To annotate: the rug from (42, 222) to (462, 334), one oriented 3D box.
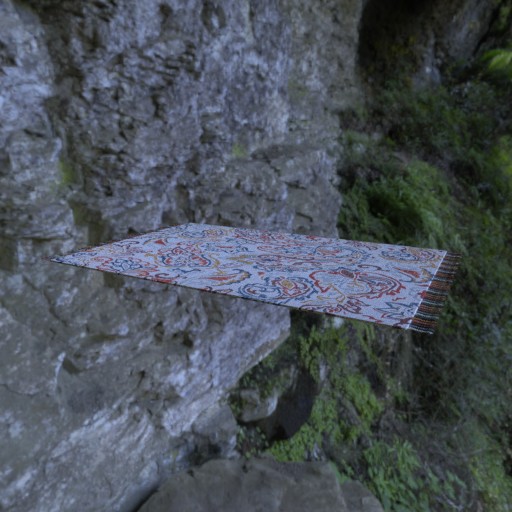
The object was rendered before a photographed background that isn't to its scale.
[{"bbox_3d":[0.000,0.000,2.443,1.997,0.010,1.218,8,17,27],"label":"rug"}]
